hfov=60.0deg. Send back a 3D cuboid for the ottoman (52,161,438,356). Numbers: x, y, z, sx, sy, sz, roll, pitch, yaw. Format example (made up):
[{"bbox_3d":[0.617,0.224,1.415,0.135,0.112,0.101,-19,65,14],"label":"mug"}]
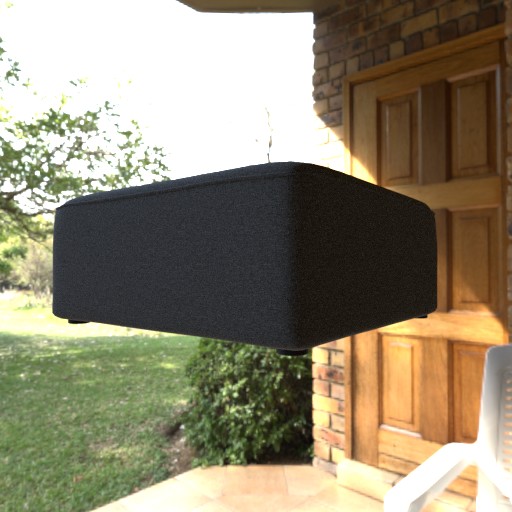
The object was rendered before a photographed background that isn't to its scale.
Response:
[{"bbox_3d":[0.000,0.000,1.605,1.005,0.464,1.015,-1,-2,38],"label":"ottoman"}]
